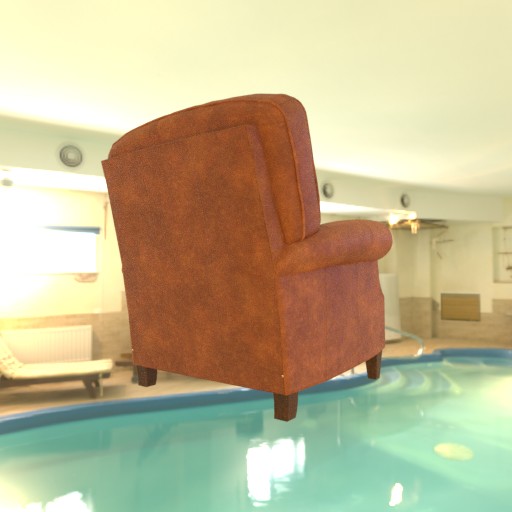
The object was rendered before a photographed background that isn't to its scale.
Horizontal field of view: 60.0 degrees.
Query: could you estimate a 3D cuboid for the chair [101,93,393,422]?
[{"bbox_3d":[0.000,0.000,1.791,0.936,1.018,0.986,-1,-2,37],"label":"chair"}]
